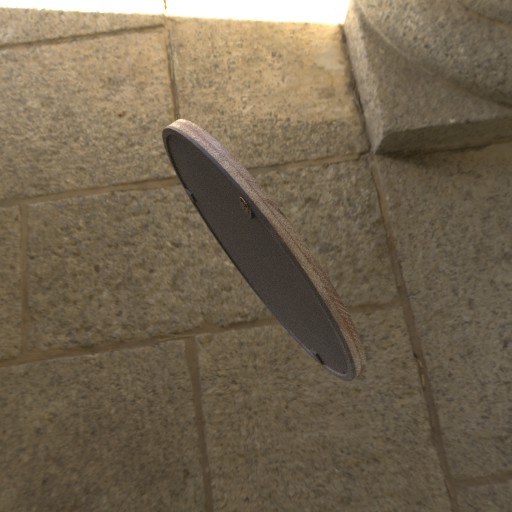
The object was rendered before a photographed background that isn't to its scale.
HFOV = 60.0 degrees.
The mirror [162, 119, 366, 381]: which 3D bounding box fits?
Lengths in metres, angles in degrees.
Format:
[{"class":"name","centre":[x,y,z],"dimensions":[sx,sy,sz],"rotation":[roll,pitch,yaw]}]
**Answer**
[{"class":"mirror","centre":[0.000,0.000,1.065],"dimensions":[0.038,0.710,0.710],"rotation":[-37,77,-9]}]
